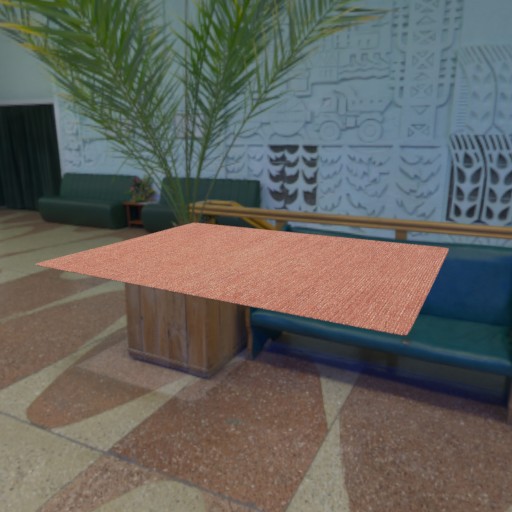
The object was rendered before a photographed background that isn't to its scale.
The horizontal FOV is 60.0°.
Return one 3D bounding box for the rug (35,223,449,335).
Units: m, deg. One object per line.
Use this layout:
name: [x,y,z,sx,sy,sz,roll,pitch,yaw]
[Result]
rug: [0.000,0.000,2.790,2.112,0.009,1.594,8,16,27]
